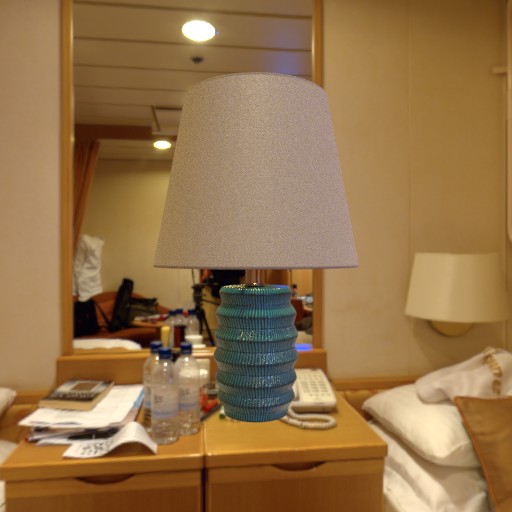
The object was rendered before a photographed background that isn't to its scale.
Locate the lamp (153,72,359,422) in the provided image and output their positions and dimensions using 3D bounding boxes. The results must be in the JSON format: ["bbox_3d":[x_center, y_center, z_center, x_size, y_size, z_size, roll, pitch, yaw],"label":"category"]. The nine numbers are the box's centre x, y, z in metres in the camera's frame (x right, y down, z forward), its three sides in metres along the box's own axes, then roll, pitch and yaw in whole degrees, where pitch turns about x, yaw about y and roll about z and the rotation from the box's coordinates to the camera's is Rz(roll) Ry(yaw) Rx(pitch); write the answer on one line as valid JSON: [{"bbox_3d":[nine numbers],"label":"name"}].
[{"bbox_3d":[0.000,0.000,0.562,0.254,0.392,0.254,0,0,0],"label":"lamp"}]
